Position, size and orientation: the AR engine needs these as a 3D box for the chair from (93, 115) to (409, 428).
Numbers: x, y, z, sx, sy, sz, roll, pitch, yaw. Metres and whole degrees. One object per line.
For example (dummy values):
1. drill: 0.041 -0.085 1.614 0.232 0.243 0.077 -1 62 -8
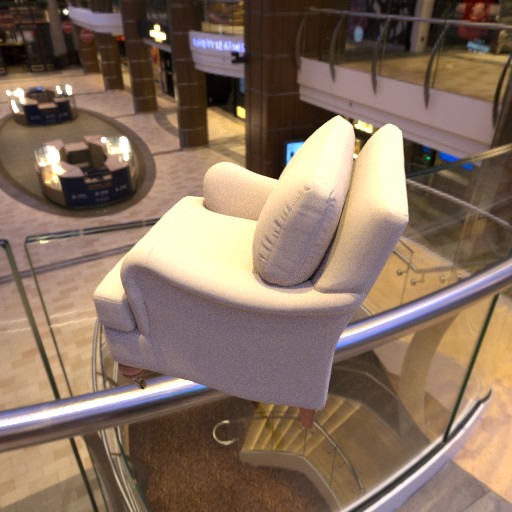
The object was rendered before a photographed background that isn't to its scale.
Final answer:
1. chair: 0.000 0.000 1.888 1.070 1.038 0.955 8 33 12
